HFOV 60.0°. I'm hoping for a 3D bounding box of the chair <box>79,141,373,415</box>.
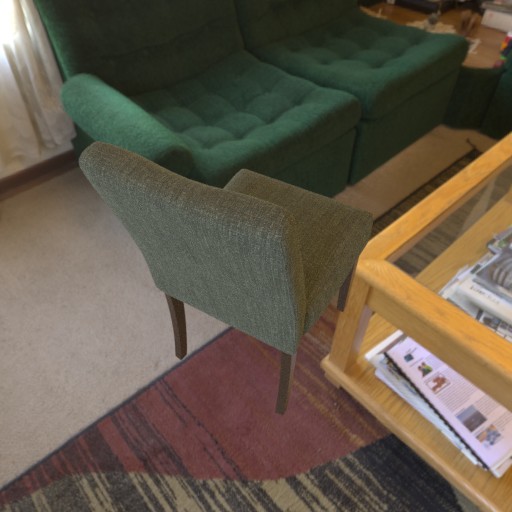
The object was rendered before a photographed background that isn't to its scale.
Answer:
[{"bbox_3d":[0.000,0.000,1.246,0.487,0.884,0.629,23,51,20],"label":"chair"}]
